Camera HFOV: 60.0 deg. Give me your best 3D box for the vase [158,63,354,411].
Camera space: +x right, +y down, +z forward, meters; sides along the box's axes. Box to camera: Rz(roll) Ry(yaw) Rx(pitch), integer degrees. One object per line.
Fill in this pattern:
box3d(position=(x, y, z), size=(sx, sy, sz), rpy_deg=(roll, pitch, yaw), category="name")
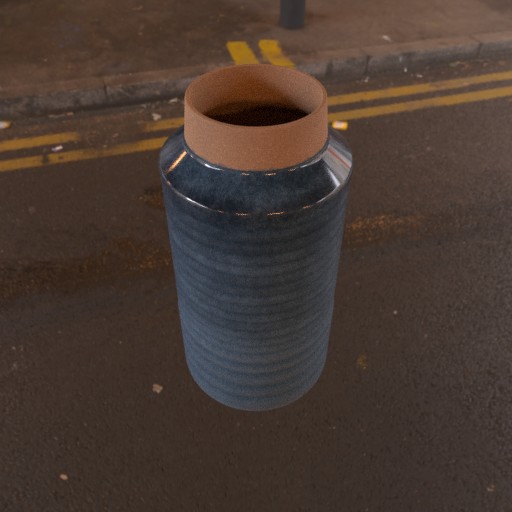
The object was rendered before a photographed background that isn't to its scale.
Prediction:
box3d(position=(0.000, 0.000, 0.412), size=(0.163, 0.316, 0.163), rpy_deg=(0, 46, 0), category="vase")
